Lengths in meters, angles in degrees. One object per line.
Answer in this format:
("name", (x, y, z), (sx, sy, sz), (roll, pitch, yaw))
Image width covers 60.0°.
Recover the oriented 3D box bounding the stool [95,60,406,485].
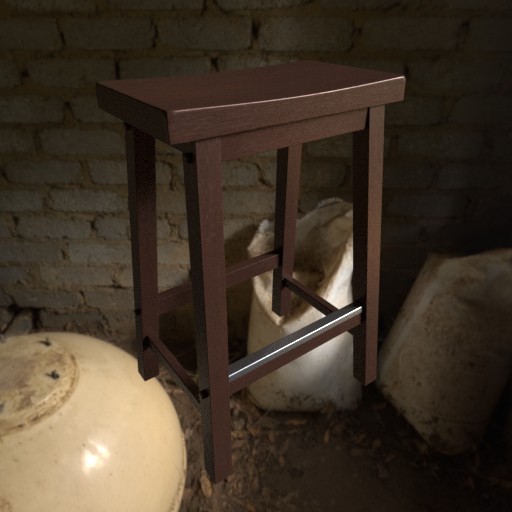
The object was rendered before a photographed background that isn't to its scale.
("stool", (0.000, 0.000, 0.809), (0.406, 0.610, 0.322), (-20, 36, -30))
